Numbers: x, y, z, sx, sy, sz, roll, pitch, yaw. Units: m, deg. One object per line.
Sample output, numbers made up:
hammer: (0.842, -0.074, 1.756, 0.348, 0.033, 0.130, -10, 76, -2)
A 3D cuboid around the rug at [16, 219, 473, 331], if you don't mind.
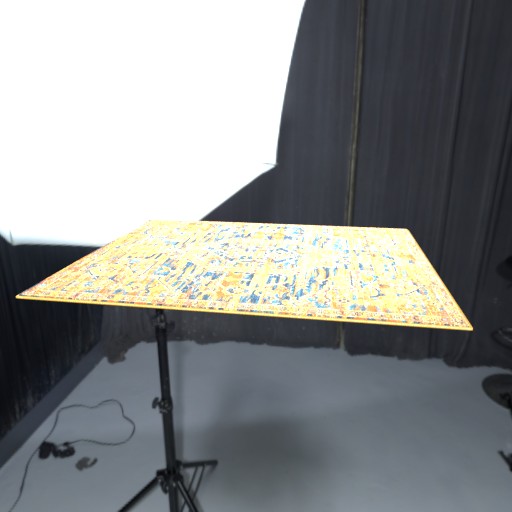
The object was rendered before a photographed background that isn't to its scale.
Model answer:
rug: (0.000, 0.000, 4.031, 3.040, 0.031, 2.435, 3, 18, 9)
